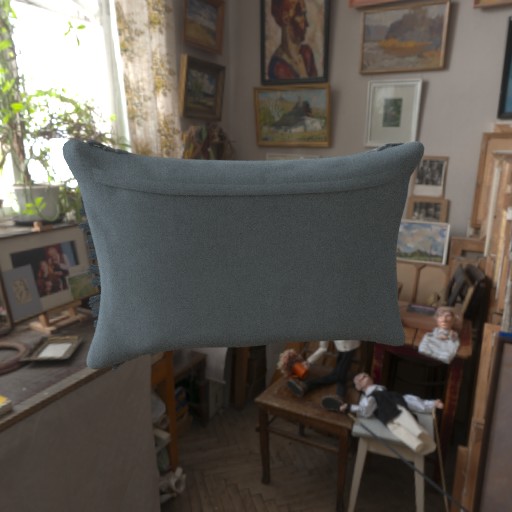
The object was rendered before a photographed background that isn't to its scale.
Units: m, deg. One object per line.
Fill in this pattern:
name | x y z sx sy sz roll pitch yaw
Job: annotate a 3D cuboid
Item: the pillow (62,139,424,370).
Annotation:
pillow | 0.000 0.000 0.599 0.466 0.305 0.084 -3 14 -10
